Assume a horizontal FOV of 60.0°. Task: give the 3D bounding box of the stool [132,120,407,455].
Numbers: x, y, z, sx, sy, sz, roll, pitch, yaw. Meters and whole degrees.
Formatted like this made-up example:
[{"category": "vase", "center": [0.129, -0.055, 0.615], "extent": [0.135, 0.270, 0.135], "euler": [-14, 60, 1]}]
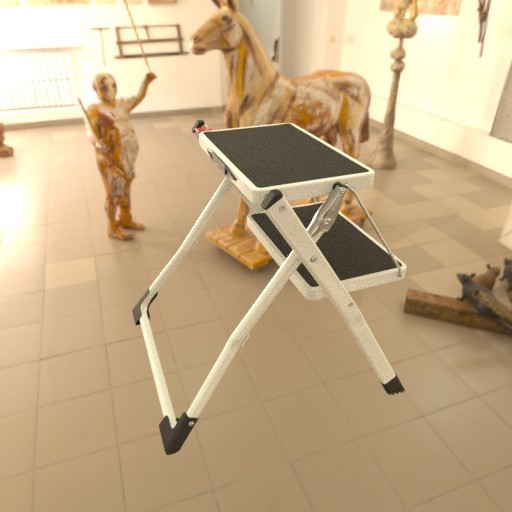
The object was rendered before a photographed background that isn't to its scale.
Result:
[{"category": "stool", "center": [0.000, 0.000, 0.879], "extent": [0.490, 0.445, 0.485], "euler": [-11, 33, -18]}]
